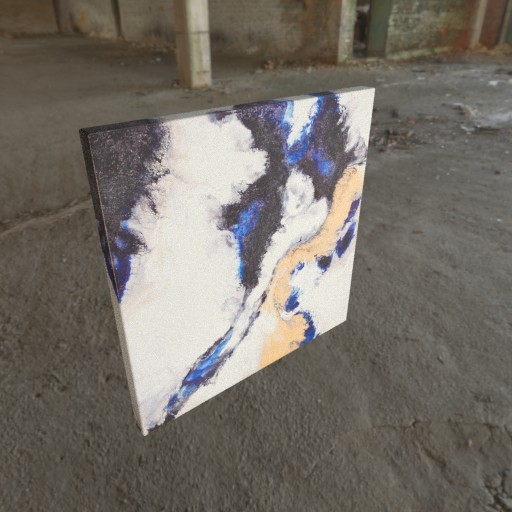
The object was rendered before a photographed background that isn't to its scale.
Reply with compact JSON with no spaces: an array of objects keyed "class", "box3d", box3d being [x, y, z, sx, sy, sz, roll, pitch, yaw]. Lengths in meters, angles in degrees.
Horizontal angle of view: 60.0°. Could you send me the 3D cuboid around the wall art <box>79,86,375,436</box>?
[{"class":"wall art","box3d":[0.000,0.000,0.923,0.609,0.609,0.039,-21,36,-33]}]
